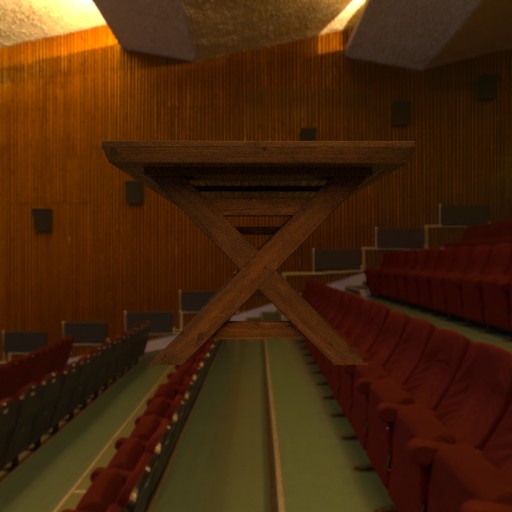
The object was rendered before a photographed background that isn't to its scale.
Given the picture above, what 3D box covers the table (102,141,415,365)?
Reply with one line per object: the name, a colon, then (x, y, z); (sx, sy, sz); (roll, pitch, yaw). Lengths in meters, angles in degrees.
table: (0.000, 0.000, 2.499); (1.071, 0.793, 1.966); (0, 0, -1)
